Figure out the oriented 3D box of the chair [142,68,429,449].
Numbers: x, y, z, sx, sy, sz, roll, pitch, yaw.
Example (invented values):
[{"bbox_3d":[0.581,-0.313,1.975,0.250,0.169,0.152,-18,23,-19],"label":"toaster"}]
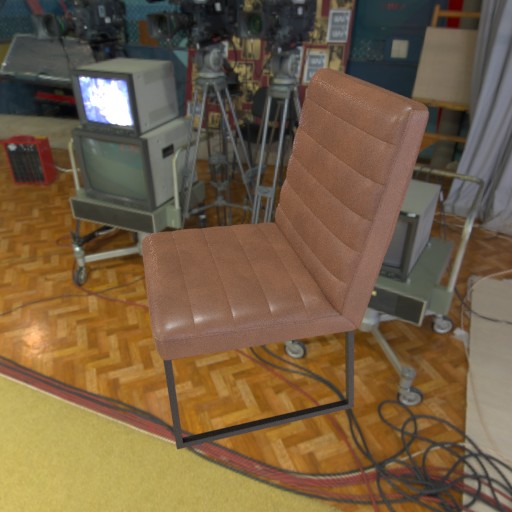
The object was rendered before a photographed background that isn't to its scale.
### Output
[{"bbox_3d":[0.000,0.000,1.282,0.634,0.930,0.520,-8,33,-13],"label":"chair"}]
